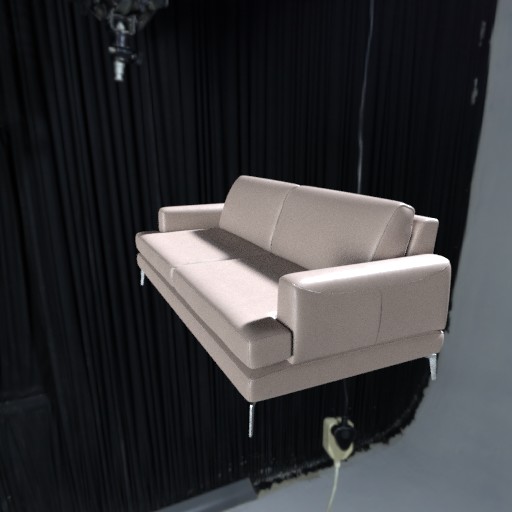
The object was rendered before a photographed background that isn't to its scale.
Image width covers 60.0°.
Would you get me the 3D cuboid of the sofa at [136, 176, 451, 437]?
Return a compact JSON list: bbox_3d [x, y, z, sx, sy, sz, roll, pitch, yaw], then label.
[{"bbox_3d":[0.000,0.000,2.465,0.974,0.765,1.940,-7,16,-25],"label":"sofa"}]
